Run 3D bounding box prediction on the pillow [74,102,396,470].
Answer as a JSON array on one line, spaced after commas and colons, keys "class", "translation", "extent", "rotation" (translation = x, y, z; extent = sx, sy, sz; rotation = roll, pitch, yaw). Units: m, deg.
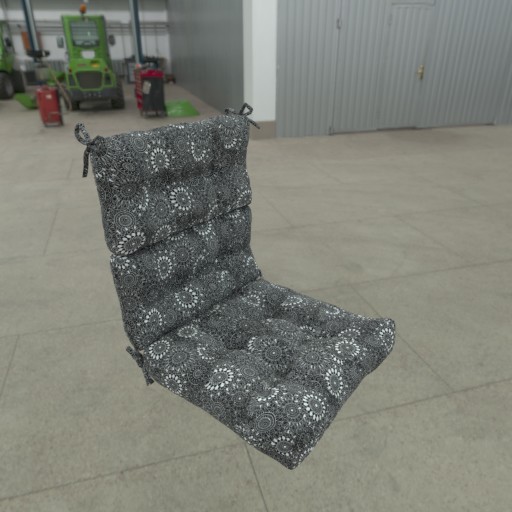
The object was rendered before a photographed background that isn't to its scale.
[{"class": "pillow", "translation": [0.000, 0.000, 1.024], "extent": [0.571, 0.605, 0.519], "rotation": [19, 32, 34]}]
